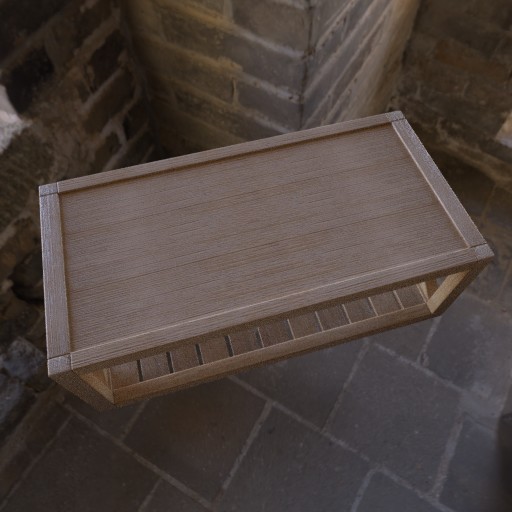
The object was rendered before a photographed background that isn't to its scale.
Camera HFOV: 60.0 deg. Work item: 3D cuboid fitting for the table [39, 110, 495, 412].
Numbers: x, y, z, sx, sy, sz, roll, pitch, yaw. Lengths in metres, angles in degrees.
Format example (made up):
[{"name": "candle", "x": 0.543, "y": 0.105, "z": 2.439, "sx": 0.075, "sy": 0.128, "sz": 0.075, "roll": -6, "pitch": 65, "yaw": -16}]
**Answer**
[{"name": "table", "x": 0.000, "y": 0.000, "z": 1.596, "sx": 1.321, "sy": 0.457, "sz": 0.660, "roll": -14, "pitch": 60, "yaw": -8}]
